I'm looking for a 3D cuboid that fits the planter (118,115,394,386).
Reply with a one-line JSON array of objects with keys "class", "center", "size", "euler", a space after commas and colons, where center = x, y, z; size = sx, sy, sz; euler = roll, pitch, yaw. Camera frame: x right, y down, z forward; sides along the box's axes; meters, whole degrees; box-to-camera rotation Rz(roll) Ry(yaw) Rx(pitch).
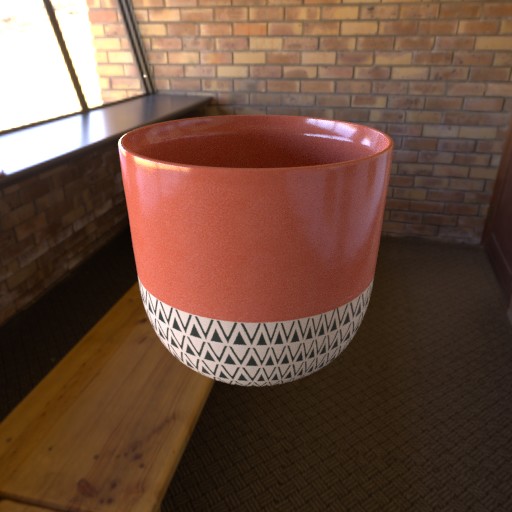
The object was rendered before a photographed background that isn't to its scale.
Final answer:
[{"class": "planter", "center": [0.000, 0.000, 0.502], "size": [0.266, 0.270, 0.266], "euler": [0, 26, 0]}]
